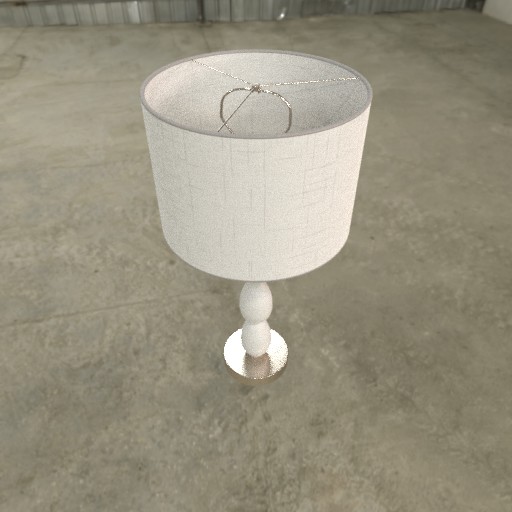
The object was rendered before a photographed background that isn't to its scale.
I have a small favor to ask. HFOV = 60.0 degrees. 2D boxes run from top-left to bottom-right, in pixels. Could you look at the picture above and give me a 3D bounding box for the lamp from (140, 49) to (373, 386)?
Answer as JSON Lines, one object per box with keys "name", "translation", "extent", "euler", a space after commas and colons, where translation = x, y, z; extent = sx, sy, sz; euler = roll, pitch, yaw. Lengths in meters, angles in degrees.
{"name": "lamp", "translation": [0.000, 0.000, 0.727], "extent": [0.282, 0.559, 0.280], "euler": [12, 43, 13]}
